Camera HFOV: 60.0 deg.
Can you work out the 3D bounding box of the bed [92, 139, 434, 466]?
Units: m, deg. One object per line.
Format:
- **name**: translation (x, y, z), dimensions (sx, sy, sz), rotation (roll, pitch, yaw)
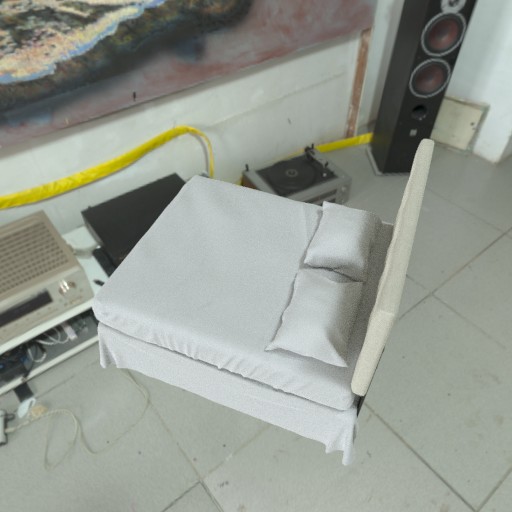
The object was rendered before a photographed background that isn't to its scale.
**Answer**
- **bed**: translation (0.000, 0.000, 3.406), dimensions (2.222, 1.577, 1.936), rotation (16, 49, 15)
